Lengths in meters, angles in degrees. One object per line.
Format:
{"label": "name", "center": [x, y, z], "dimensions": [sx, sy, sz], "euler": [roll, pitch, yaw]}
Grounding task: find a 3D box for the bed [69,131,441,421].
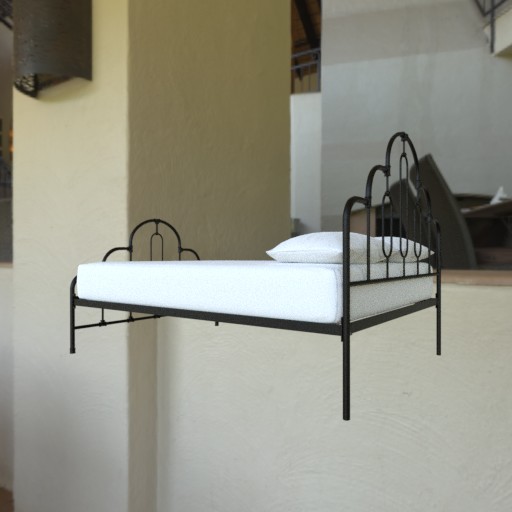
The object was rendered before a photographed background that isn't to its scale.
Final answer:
{"label": "bed", "center": [0.000, 0.000, 3.226], "dimensions": [2.181, 1.444, 1.626], "euler": [0, 0, 36]}
